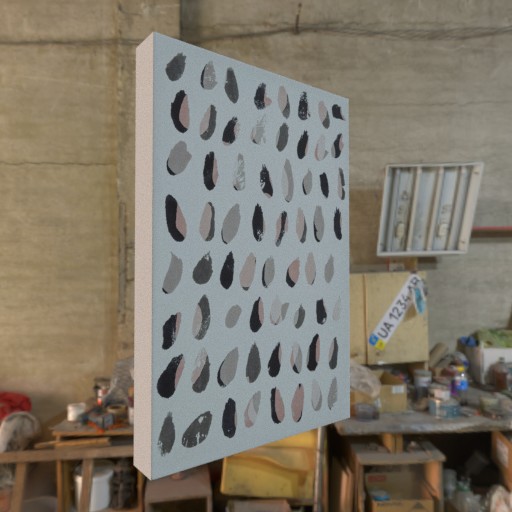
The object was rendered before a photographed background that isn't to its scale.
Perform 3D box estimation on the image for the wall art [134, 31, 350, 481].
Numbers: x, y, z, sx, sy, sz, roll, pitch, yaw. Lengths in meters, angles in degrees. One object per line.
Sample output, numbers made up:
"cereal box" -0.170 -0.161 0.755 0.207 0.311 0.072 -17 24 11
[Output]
"wall art" 0.000 0.000 0.468 0.252 0.381 0.039 1 -2 -38
